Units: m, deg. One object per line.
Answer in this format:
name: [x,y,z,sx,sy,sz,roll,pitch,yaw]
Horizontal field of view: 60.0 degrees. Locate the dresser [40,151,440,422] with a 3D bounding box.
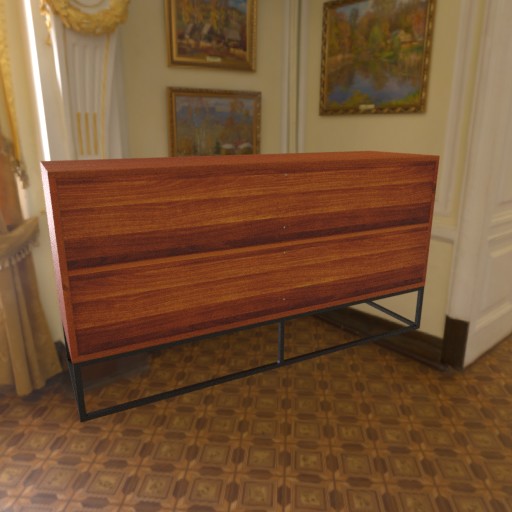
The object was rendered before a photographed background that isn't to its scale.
dresser: [0.000,0.000,1.871,1.536,0.810,0.464,-8,18,-26]
